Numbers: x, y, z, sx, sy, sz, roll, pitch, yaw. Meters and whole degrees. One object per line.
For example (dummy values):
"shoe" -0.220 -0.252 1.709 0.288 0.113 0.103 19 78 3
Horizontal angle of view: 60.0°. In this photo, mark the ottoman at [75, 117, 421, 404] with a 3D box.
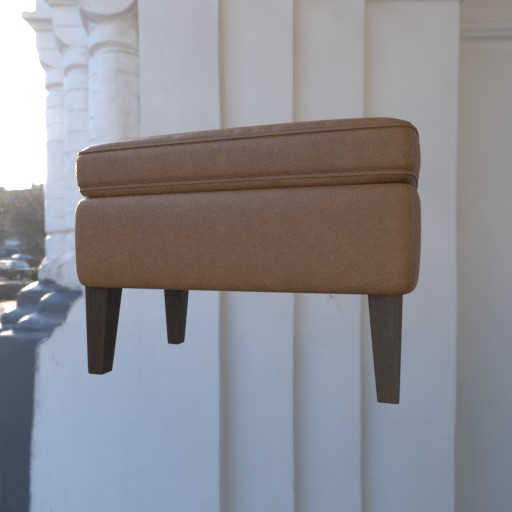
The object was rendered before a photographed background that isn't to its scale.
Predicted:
"ottoman" 0.000 0.000 0.965 0.670 0.480 0.420 0 0 18
